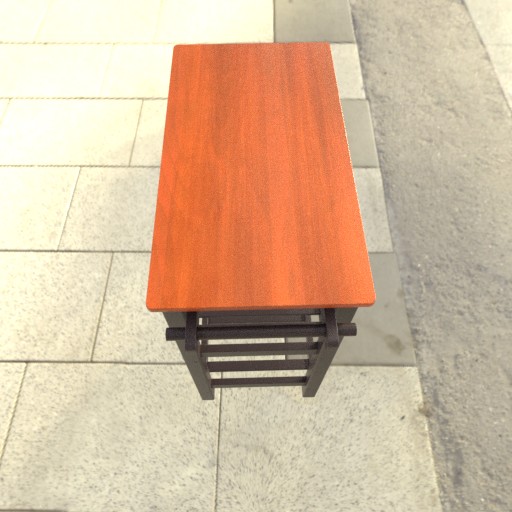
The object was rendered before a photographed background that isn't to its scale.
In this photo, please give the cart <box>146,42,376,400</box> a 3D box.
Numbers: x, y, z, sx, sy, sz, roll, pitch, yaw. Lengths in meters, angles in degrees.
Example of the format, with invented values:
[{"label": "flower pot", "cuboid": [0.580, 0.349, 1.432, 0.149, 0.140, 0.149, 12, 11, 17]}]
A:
[{"label": "cart", "cuboid": [0.000, 0.000, 1.467, 0.457, 0.927, 0.899, -1, 60, -1]}]
